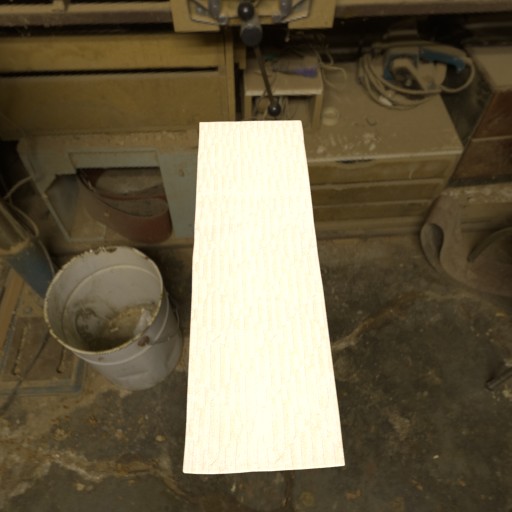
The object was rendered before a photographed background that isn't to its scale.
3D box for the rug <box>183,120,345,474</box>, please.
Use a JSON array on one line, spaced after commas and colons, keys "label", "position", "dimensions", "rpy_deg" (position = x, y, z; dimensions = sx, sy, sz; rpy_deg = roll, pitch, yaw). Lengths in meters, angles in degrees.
[{"label": "rug", "position": [0.000, 0.000, 2.781], "dimensions": [0.793, 0.014, 2.450], "rpy_deg": [-2, 58, -1]}]
